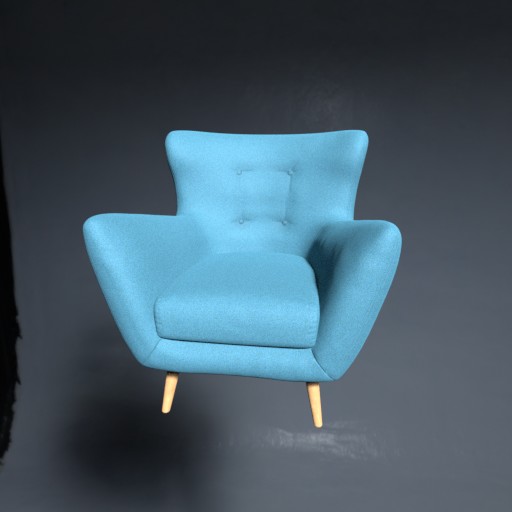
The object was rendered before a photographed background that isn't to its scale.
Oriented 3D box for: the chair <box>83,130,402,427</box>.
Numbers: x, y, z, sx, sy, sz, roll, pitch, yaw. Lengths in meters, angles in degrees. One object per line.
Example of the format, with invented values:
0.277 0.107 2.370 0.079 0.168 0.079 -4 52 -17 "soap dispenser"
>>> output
0.000 0.000 1.613 0.890 0.889 0.889 2 15 8 "chair"
